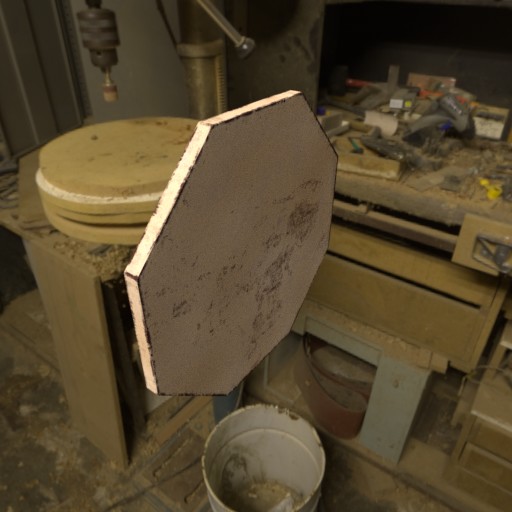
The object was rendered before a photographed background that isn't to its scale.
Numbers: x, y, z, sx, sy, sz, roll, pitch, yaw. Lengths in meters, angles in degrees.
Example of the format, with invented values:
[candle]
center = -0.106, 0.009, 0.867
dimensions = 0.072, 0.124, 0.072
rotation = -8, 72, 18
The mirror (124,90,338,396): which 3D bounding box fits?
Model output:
[mirror]
center = 0.000, 0.000, 0.973
dimensions = 0.031, 0.648, 0.648
rotation = 22, 40, 30
